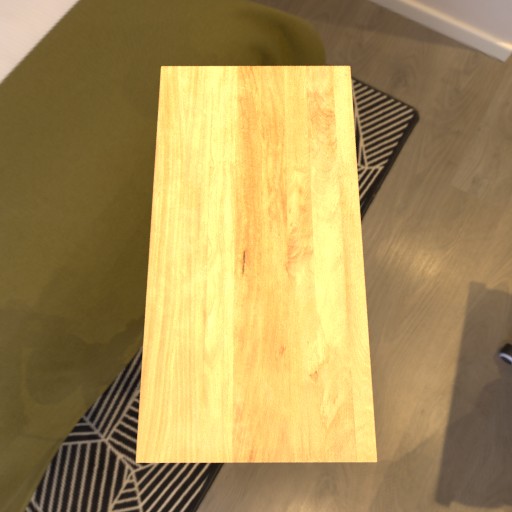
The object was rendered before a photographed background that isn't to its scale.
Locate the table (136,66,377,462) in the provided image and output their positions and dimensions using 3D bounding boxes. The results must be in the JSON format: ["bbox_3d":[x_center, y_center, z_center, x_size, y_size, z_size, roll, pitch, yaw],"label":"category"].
[{"bbox_3d":[0.000,0.000,1.652,0.699,0.400,1.348,0,75,0],"label":"table"}]
